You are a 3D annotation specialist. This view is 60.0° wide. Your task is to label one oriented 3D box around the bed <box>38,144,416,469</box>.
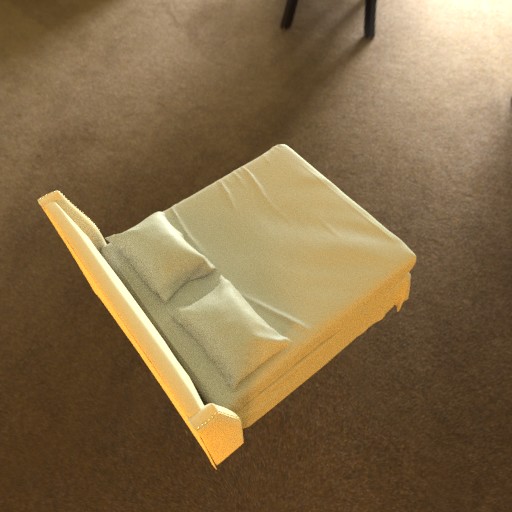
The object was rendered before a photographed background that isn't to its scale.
[{"bbox_3d":[0.000,0.000,3.487,2.276,1.332,1.925,-34,63,-20],"label":"bed"}]
